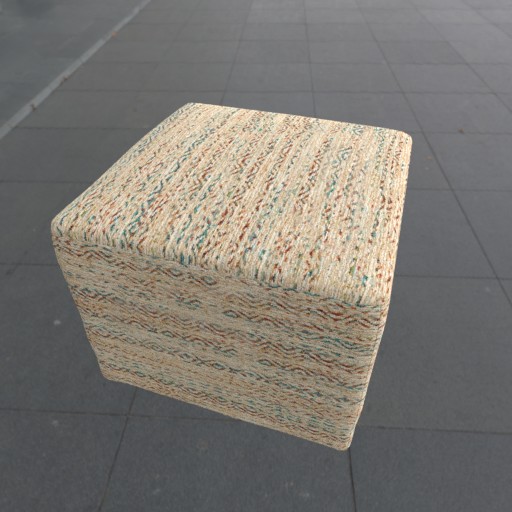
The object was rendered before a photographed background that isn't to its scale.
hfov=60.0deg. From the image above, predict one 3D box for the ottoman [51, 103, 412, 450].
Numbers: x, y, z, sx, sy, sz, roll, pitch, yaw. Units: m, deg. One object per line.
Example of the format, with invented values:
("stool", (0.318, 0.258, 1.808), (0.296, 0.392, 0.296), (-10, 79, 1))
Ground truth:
("ottoman", (0.000, 0.000, 0.909), (0.521, 0.453, 0.512), (12, 42, 14))
